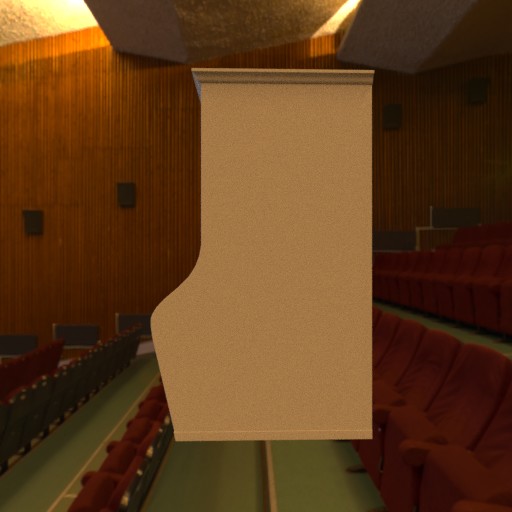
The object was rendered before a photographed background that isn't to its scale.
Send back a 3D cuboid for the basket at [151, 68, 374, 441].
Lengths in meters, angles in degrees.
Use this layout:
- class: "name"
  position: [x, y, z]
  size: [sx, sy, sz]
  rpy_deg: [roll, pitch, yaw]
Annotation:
- class: "basket"
  position: [0.000, 0.000, 1.136]
  size: [0.376, 0.625, 0.792]
  rpy_deg: [0, 0, -2]
